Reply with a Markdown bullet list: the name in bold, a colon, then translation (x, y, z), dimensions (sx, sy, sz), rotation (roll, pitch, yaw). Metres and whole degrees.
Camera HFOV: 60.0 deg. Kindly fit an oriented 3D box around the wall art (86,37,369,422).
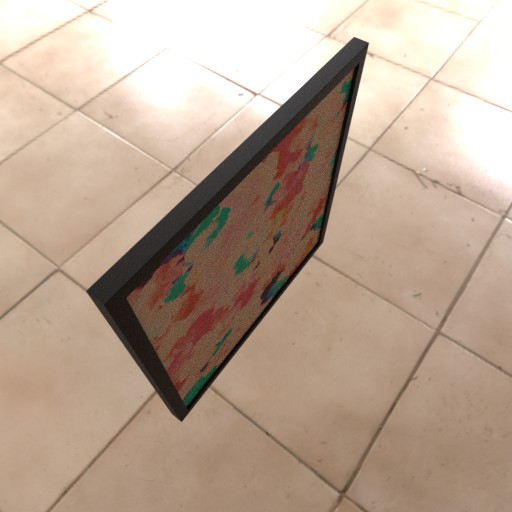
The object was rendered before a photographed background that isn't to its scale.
- **wall art**: translation (0.000, 0.000, 0.443), dimensions (0.015, 0.304, 0.306), rotation (32, 63, 18)
